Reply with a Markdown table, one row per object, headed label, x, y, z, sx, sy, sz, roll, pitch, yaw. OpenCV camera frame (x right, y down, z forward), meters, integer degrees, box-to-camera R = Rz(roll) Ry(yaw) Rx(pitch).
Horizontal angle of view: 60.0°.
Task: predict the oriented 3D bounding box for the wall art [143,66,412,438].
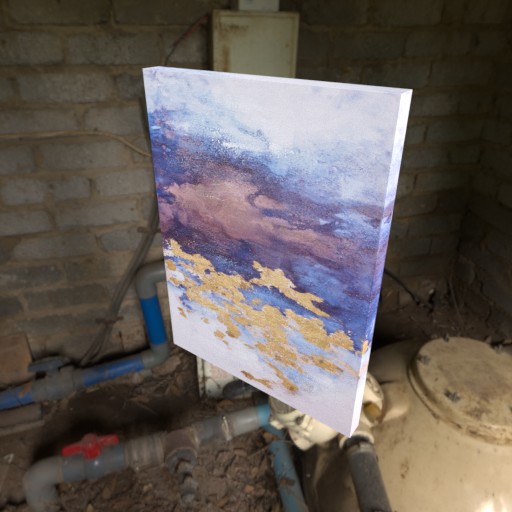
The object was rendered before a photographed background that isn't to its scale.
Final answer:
| label | x | y | z | sx | sy | sz | roll | pitch | yaw |
| --- | --- | --- | --- | --- | --- | --- | --- | --- | --- |
| wall art | 0.000 | 0.000 | 0.770 | 0.437 | 0.581 | 0.036 | 19 | 34 | 31 |
